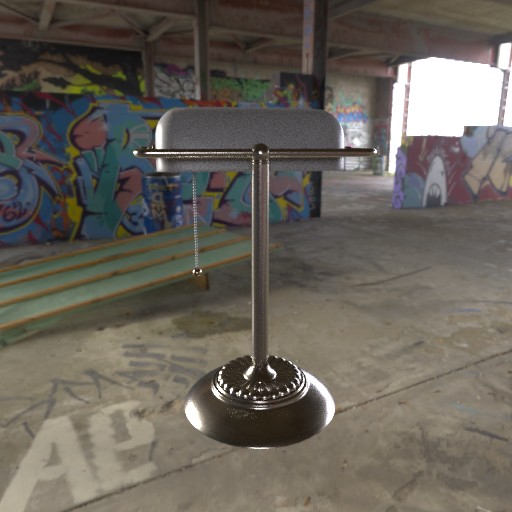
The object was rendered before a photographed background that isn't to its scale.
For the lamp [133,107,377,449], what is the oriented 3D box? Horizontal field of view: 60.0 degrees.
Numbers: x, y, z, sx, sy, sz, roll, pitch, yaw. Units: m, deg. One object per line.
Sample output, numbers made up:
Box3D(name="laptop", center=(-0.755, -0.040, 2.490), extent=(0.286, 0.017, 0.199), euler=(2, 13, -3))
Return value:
Box3D(name="lamp", center=(0.000, 0.000, 0.520), extent=(0.264, 0.339, 0.243), euler=(-2, 14, -8))
